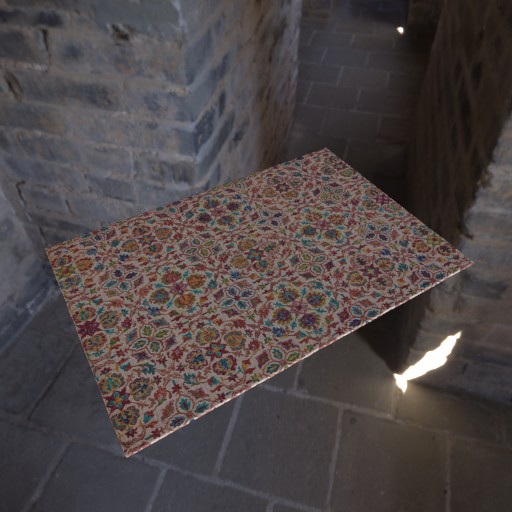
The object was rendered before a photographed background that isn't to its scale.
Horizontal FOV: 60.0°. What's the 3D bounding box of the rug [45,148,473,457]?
[{"bbox_3d":[0.000,0.000,2.853,2.297,0.018,1.541,-24,51,-21],"label":"rug"}]
